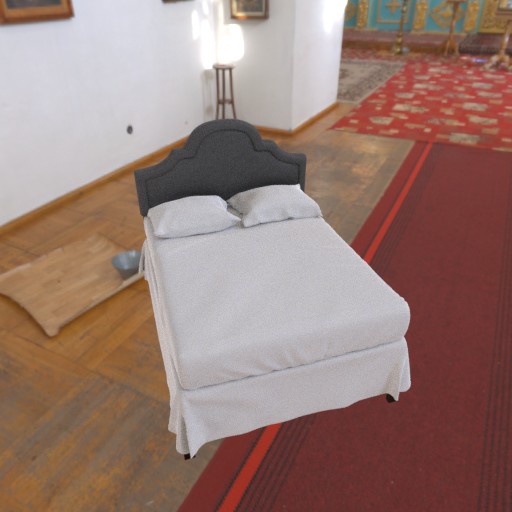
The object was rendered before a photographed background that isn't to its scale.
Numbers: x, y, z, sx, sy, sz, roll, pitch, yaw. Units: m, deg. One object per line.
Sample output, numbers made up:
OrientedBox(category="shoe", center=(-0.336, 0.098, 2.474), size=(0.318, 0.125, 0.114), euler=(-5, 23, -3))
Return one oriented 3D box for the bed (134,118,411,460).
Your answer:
OrientedBox(category="bed", center=(0.000, 0.000, 3.446), size=(1.780, 1.634, 2.222), euler=(-9, 33, -15))
